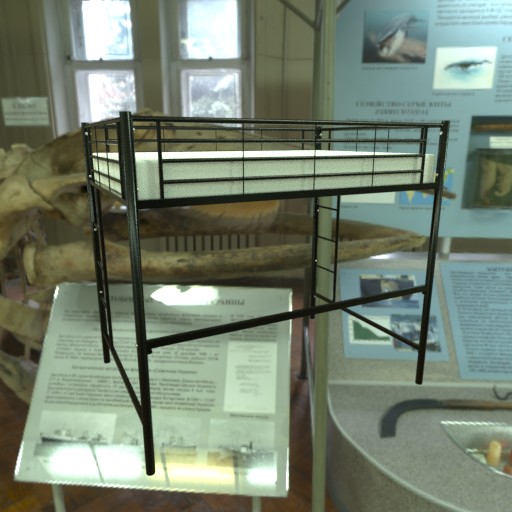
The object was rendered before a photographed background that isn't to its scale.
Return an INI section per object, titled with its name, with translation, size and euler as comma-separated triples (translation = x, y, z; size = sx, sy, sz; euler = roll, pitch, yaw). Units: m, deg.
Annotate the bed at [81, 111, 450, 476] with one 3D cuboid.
[bed]
translation = 0.000, 0.000, 3.104
size = 1.994, 1.803, 1.397
euler = -7, 16, -26
